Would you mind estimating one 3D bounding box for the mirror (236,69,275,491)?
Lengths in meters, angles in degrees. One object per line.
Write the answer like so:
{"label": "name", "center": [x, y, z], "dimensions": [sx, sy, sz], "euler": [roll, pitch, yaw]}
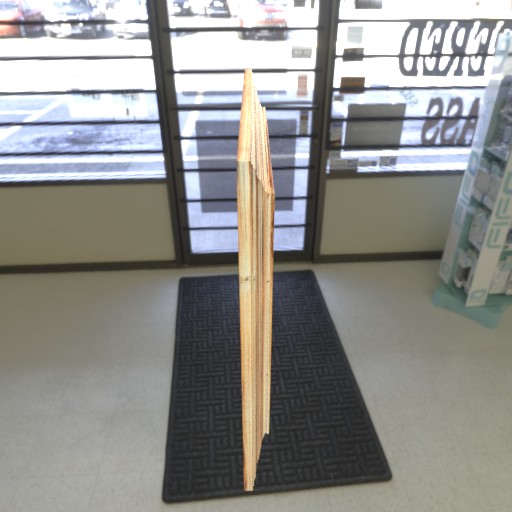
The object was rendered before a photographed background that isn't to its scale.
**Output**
{"label": "mirror", "center": [0.000, 0.000, 1.177], "dimensions": [0.061, 0.804, 0.804], "euler": [0, 31, 0]}
